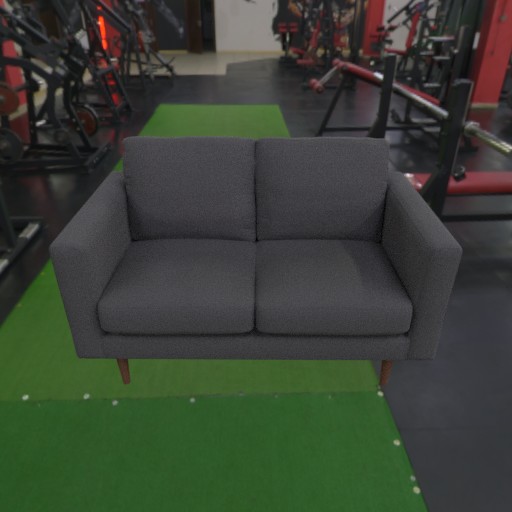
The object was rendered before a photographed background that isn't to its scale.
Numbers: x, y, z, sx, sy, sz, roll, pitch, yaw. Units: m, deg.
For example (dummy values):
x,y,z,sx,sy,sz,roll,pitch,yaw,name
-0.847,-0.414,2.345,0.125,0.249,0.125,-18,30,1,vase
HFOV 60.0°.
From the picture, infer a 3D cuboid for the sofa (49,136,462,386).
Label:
x,y,z,sx,sy,sz,roll,pitch,yaw,name
0.000,0.000,1.936,1.430,0.908,0.796,0,31,0,sofa
